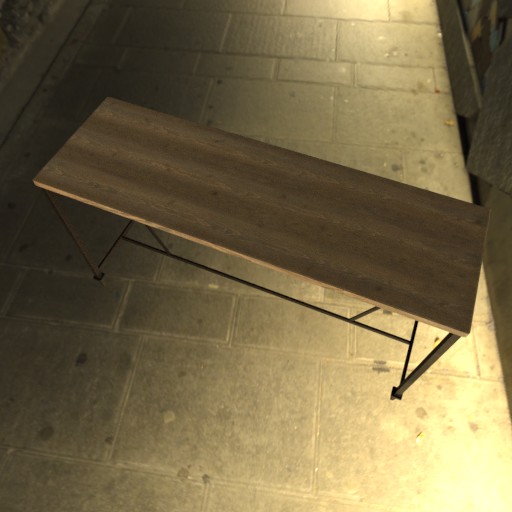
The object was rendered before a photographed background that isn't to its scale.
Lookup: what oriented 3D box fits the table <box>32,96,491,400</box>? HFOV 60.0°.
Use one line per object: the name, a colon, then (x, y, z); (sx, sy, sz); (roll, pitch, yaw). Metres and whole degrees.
table: (0.000, 0.000, 2.093); (1.700, 0.902, 0.551); (19, 60, 12)
